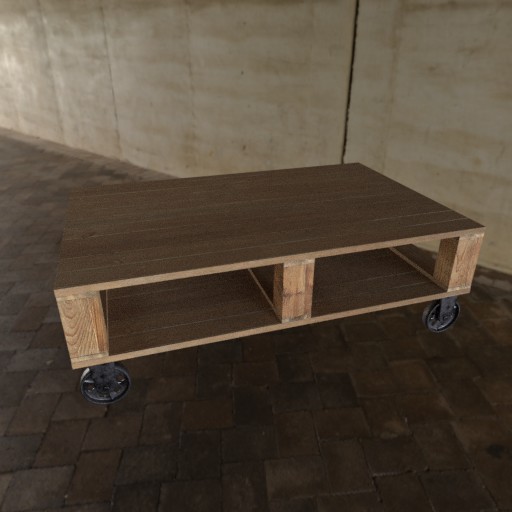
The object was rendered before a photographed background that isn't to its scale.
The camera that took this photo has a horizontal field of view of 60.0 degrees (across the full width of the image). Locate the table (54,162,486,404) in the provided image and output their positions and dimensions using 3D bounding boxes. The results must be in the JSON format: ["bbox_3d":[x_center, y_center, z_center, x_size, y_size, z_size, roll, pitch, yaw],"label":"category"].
[{"bbox_3d":[0.000,0.000,1.703,1.299,0.413,0.827,-8,28,-16],"label":"table"}]
